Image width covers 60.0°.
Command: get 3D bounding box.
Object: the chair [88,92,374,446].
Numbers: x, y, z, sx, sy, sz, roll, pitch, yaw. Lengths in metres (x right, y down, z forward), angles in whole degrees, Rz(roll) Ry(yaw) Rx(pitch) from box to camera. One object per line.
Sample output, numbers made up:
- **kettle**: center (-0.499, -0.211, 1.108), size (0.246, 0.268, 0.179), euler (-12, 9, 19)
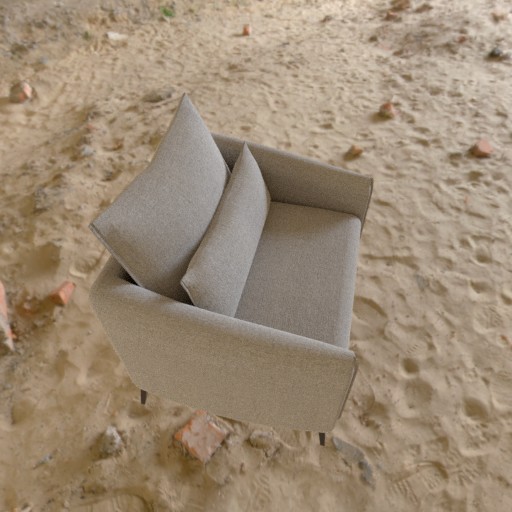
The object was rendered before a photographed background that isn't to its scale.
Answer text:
- **chair**: center (0.000, 0.000, 1.667), size (0.801, 0.856, 1.029), euler (10, 47, 9)
